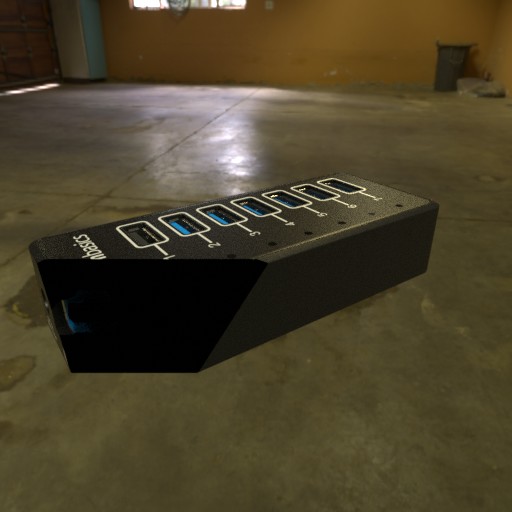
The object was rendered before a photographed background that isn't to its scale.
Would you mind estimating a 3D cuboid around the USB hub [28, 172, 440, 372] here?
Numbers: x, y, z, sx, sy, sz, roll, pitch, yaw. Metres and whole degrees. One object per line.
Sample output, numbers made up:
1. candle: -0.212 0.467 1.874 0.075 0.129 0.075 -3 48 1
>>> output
1. USB hub: 0.000 0.000 0.127 0.110 0.023 0.044 -17 31 -31
